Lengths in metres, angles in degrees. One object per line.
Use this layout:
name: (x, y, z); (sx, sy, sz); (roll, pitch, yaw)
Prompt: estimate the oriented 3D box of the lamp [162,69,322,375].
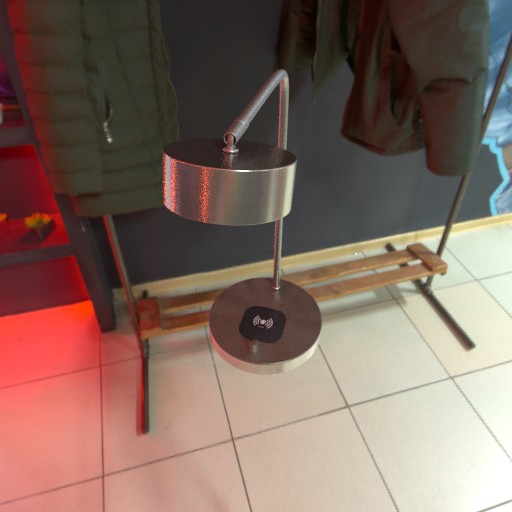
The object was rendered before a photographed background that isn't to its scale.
lamp: (0.000, 0.000, 0.648); (0.211, 0.469, 0.334); (11, 43, 12)
